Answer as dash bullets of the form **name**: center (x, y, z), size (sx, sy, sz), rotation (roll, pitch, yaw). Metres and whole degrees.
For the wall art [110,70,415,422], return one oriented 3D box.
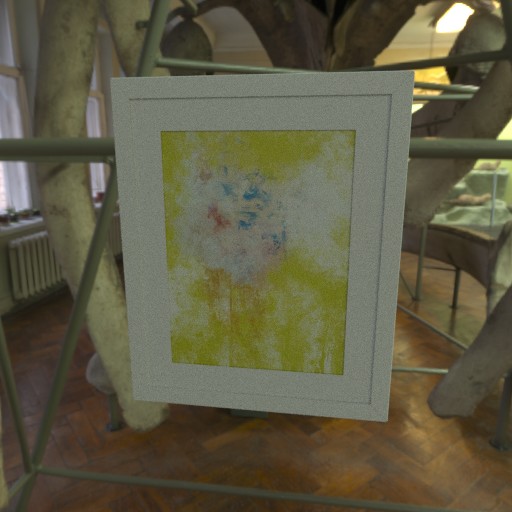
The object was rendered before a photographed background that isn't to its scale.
- **wall art**: center (0.000, 0.000, 0.731), size (0.454, 0.556, 0.028), rotation (2, 14, 8)
